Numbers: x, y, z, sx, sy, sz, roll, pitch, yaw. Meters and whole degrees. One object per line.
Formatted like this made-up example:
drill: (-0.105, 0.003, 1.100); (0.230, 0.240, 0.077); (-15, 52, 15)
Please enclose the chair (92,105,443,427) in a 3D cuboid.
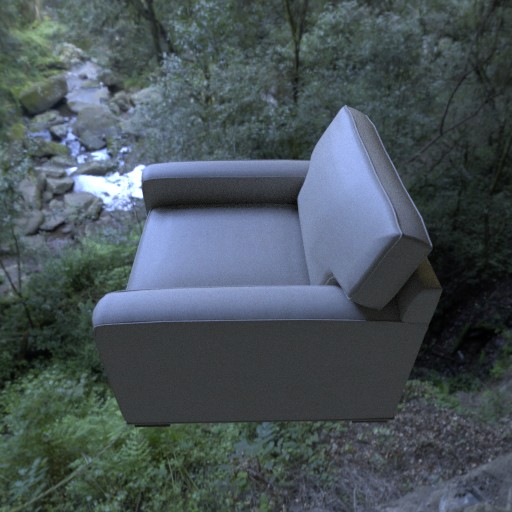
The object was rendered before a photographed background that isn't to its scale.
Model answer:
chair: (0.000, 0.000, 1.796); (1.043, 0.913, 0.998); (-1, 41, -1)
